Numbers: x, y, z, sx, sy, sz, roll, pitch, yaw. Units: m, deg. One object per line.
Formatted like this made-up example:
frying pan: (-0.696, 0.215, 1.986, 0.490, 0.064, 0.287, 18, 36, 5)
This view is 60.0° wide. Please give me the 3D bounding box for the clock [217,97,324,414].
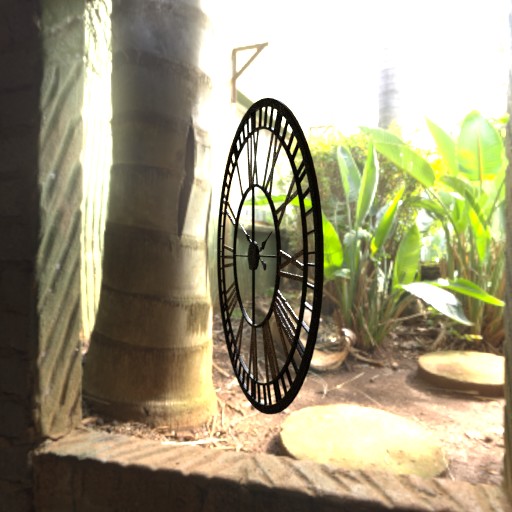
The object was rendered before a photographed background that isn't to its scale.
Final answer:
clock: (0.000, 0.000, 1.248, 0.025, 0.843, 0.843, 0, 1, -18)
